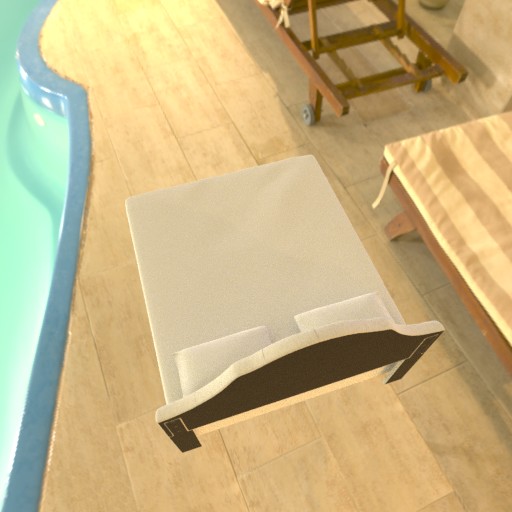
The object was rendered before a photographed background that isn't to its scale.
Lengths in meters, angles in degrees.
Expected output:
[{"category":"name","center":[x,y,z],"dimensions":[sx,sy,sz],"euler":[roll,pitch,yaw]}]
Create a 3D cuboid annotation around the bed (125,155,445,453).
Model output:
[{"category":"bed","center":[0.000,0.000,3.586],"dimensions":[2.008,1.615,2.214],"euler":[-15,59,-9]}]
